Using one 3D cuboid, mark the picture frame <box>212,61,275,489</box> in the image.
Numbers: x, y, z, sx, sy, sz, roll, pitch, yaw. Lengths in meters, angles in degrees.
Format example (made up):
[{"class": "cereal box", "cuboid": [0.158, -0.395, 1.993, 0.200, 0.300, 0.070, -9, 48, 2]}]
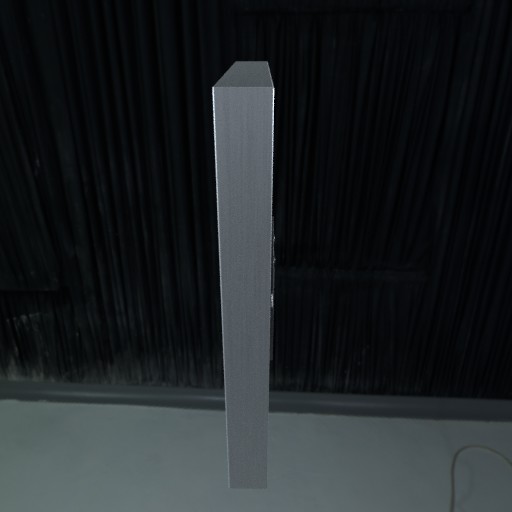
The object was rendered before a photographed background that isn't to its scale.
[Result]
[{"class": "picture frame", "cuboid": [0.000, 0.000, 0.268, 0.028, 0.208, 0.157, 0, 27, 0]}]
